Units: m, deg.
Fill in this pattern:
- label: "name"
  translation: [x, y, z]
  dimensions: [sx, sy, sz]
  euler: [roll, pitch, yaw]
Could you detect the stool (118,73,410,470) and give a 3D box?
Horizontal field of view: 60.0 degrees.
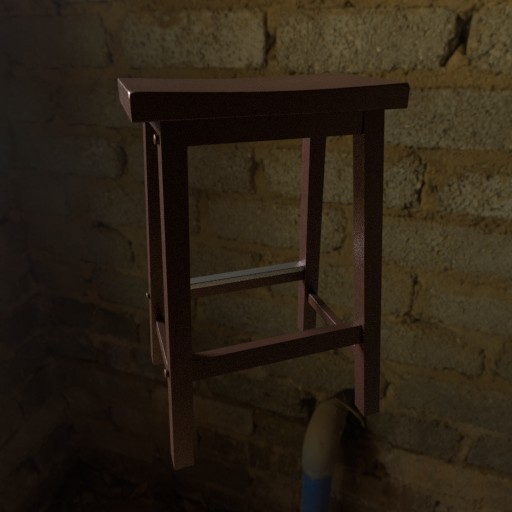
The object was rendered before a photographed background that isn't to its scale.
- label: "stool"
  translation: [0.000, 0.000, 0.823]
  dimensions: [0.406, 0.610, 0.322]
  euler: [-9, 27, -17]
